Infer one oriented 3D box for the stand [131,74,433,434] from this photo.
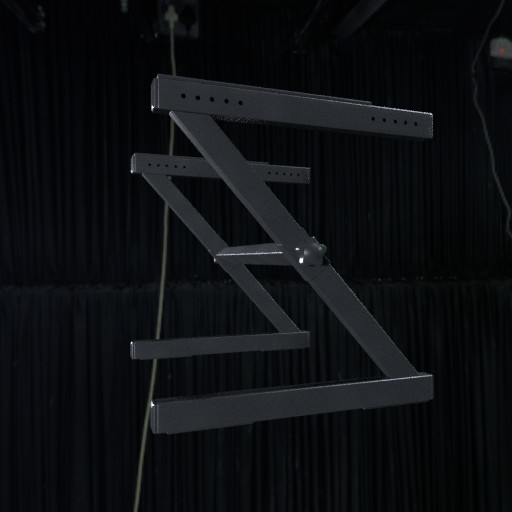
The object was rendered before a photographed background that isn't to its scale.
[{"bbox_3d":[0.000,0.000,1.141,0.586,0.617,0.700,0,0,-19],"label":"stand"}]
